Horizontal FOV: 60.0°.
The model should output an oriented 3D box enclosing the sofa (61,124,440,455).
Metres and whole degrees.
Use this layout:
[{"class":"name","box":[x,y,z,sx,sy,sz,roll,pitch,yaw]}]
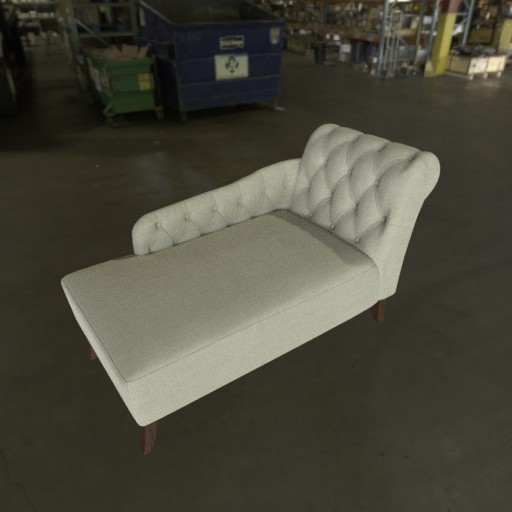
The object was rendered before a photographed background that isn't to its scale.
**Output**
[{"class":"sofa","box":[0.000,0.000,1.796,1.379,0.787,0.675,-20,36,-30]}]
